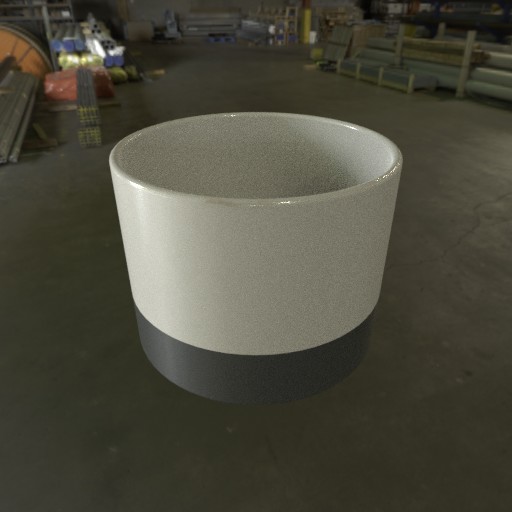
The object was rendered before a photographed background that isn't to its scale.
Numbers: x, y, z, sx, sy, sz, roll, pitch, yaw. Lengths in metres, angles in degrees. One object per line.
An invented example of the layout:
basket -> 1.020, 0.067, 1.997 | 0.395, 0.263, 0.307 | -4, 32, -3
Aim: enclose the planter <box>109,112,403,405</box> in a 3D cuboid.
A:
planter -> 0.000, 0.000, 0.347 | 0.193, 0.177, 0.193 | 0, 31, 0
